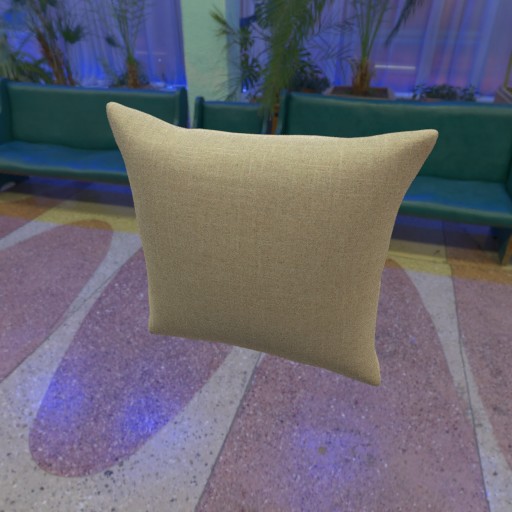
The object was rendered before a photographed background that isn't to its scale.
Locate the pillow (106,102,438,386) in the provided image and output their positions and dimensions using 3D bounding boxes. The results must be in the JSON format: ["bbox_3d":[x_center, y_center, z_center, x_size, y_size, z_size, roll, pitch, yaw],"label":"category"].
[{"bbox_3d":[0.000,0.000,0.635,0.414,0.399,0.173,10,33,15],"label":"pillow"}]
